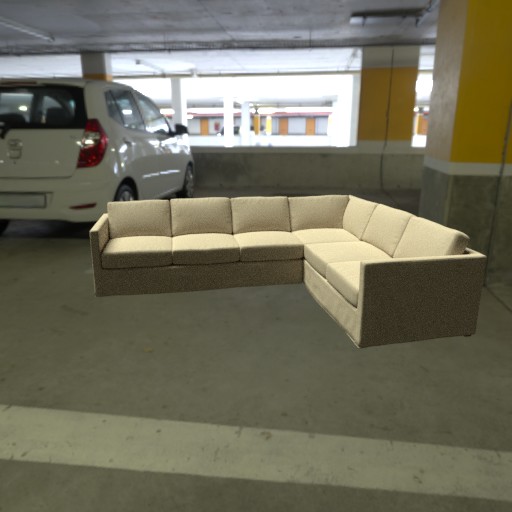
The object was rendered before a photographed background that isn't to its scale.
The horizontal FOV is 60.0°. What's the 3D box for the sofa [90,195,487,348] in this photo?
[{"bbox_3d":[0.000,0.000,4.333,3.182,0.871,2.432,-3,16,-10],"label":"sofa"}]
